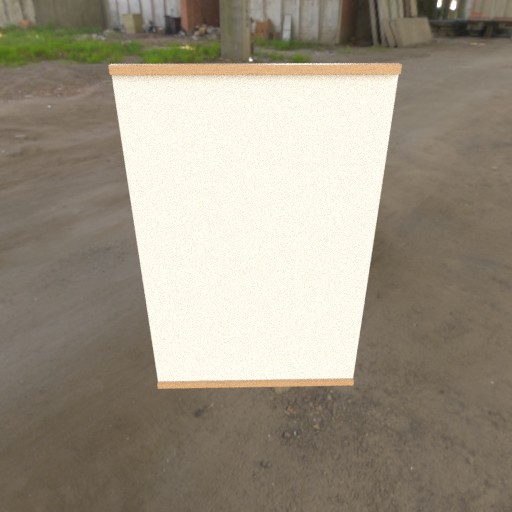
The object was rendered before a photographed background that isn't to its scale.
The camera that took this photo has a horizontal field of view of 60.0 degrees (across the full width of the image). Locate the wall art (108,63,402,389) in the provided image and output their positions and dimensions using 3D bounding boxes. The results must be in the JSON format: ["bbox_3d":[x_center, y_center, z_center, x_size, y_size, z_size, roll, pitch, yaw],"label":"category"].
[{"bbox_3d":[0.000,0.000,1.277,0.669,1.020,0.027,-1,30,-1],"label":"wall art"}]
